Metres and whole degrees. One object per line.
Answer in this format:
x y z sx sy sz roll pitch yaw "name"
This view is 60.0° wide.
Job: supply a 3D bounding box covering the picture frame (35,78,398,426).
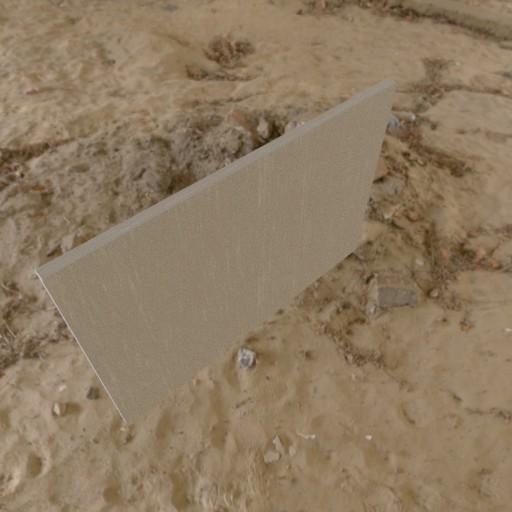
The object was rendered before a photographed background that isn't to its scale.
0.000 0.000 1.167 0.950 0.640 0.029 -34 57 -26 "picture frame"
